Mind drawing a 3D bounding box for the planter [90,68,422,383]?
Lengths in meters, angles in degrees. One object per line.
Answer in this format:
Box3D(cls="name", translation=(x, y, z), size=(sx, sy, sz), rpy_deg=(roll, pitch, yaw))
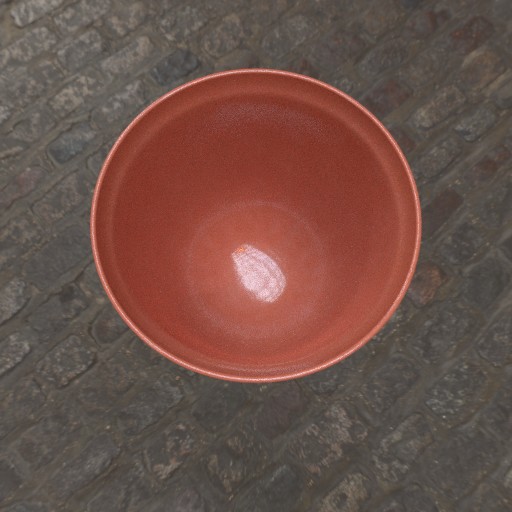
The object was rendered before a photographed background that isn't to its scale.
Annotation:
Box3D(cls="planter", translation=(0.000, 0.000, 0.364), size=(0.195, 0.214, 0.195), rpy_deg=(0, 76, 0))
